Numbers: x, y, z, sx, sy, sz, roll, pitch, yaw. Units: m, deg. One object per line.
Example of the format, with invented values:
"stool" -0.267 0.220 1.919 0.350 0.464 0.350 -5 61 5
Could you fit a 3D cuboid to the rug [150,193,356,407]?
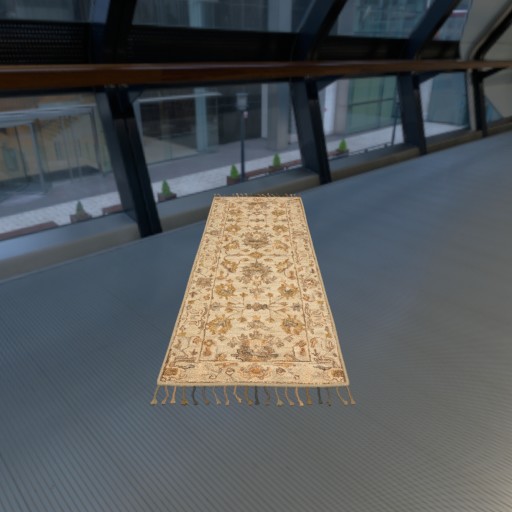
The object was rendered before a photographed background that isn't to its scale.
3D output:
"rug" 0.000 0.000 2.651 0.729 0.021 2.438 0 26 0
